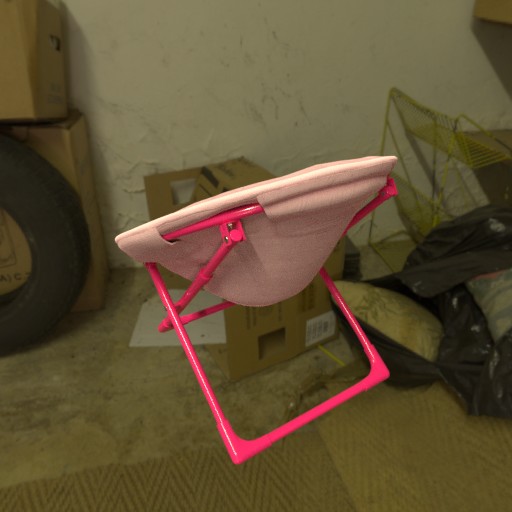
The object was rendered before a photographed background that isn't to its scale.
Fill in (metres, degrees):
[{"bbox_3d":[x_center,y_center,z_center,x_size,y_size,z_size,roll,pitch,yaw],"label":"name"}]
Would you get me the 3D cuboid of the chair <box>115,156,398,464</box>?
[{"bbox_3d":[0.000,0.000,0.881,0.522,0.494,0.459,-18,34,-29],"label":"chair"}]
